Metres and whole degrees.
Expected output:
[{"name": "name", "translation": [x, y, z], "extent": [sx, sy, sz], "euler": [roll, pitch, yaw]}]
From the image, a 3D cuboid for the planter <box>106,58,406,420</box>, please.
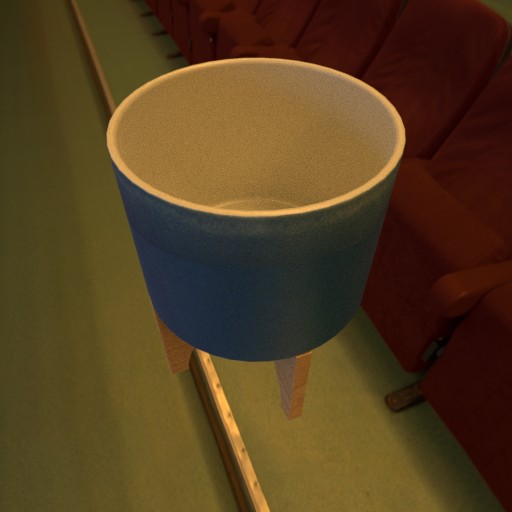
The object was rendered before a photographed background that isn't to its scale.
[{"name": "planter", "translation": [0.000, 0.000, 0.387], "extent": [0.192, 0.263, 0.192], "euler": [0, 47, 0]}]
